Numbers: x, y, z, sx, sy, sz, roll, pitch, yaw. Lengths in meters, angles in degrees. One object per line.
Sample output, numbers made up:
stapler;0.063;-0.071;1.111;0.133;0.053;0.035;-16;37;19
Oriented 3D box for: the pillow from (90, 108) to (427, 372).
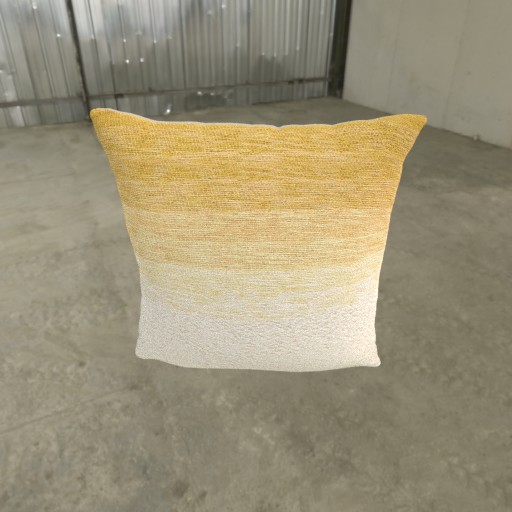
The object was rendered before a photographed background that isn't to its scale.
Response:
pillow;0.000;0.000;0.703;0.450;0.450;0.211;2;31;3
